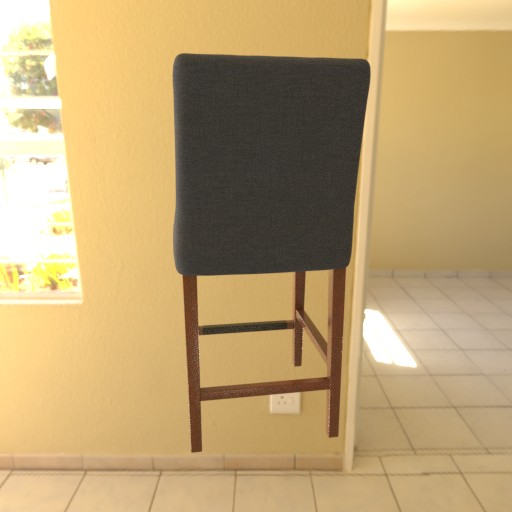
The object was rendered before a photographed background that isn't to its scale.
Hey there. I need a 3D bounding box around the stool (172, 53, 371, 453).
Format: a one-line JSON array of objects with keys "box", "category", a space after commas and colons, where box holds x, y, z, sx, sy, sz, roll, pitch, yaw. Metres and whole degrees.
[{"box": [0.000, 0.000, 1.275, 0.470, 0.981, 0.577, -2, 15, -9], "category": "stool"}]
